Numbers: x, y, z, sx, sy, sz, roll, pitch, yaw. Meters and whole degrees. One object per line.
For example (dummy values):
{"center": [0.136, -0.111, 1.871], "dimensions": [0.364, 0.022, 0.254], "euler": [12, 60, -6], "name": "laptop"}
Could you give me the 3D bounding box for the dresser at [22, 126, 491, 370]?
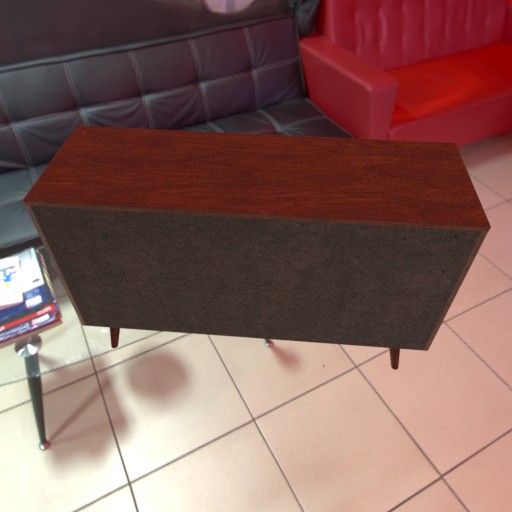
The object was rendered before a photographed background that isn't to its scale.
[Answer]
{"center": [0.000, 0.000, 1.879], "dimensions": [1.472, 0.889, 0.500], "euler": [4, 46, 3], "name": "dresser"}
